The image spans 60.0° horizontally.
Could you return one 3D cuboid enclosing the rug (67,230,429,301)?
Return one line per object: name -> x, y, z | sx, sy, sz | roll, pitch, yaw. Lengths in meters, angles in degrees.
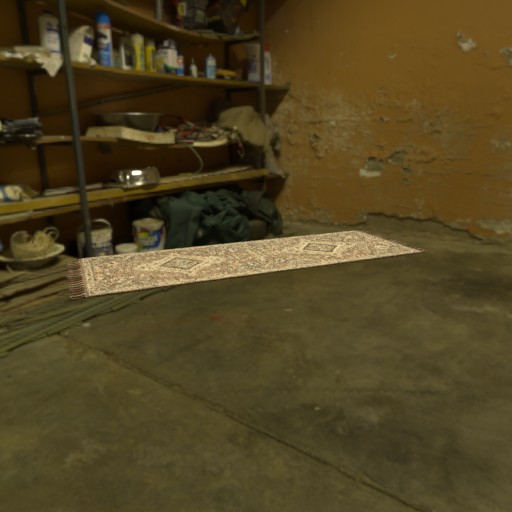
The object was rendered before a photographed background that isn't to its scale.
rug -> 0.000, 0.000, 2.894 | 2.378, 0.018, 1.324 | -2, 16, -7
